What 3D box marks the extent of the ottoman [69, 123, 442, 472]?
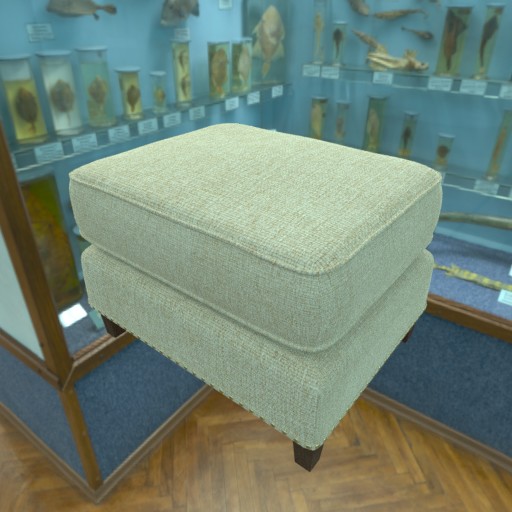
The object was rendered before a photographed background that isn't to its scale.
[{"bbox_3d":[0.000,0.000,1.124,0.738,0.537,0.589,22,38,32],"label":"ottoman"}]
